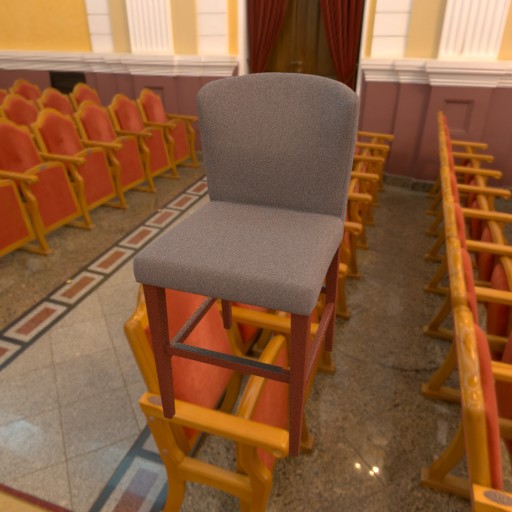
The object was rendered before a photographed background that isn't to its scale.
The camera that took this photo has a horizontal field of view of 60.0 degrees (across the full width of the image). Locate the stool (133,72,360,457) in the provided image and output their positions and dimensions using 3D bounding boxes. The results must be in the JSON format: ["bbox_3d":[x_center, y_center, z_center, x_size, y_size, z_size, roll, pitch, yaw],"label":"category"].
[{"bbox_3d":[0.000,0.000,1.320,0.481,0.968,0.568,9,29,17],"label":"stool"}]
